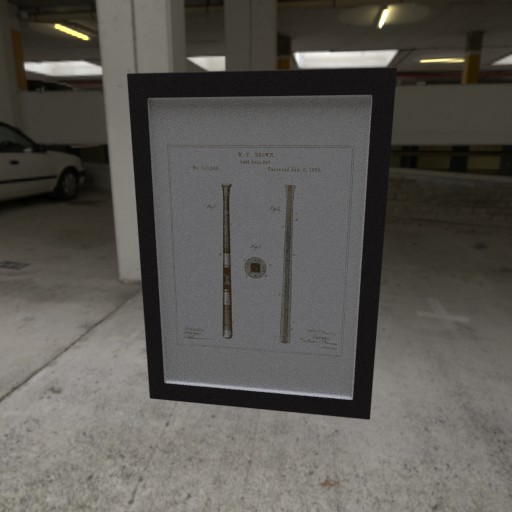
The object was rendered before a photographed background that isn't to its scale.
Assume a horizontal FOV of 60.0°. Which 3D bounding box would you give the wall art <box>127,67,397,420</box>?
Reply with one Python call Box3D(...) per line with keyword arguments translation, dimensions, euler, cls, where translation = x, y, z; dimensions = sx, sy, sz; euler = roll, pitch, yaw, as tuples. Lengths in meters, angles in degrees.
Box3D(translation=(0.000, 0.000, 0.680), dimensions=(0.374, 0.529, 0.012), euler=(2, 15, 9), cls="wall art")
